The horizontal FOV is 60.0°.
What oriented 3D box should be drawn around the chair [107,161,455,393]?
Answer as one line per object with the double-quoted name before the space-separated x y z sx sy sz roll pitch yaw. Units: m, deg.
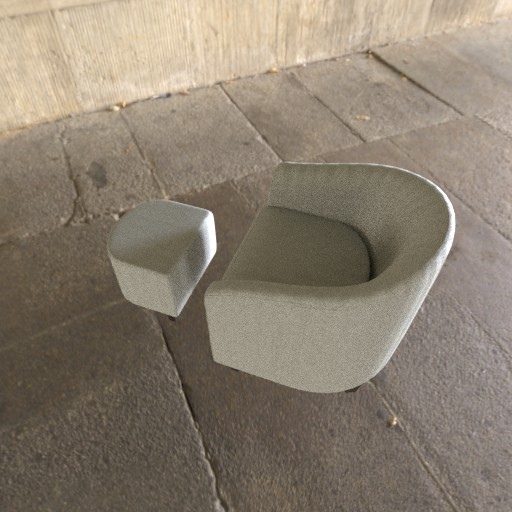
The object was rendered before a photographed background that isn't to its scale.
"chair" 0.000 0.000 1.753 1.288 0.757 0.756 15 49 14
